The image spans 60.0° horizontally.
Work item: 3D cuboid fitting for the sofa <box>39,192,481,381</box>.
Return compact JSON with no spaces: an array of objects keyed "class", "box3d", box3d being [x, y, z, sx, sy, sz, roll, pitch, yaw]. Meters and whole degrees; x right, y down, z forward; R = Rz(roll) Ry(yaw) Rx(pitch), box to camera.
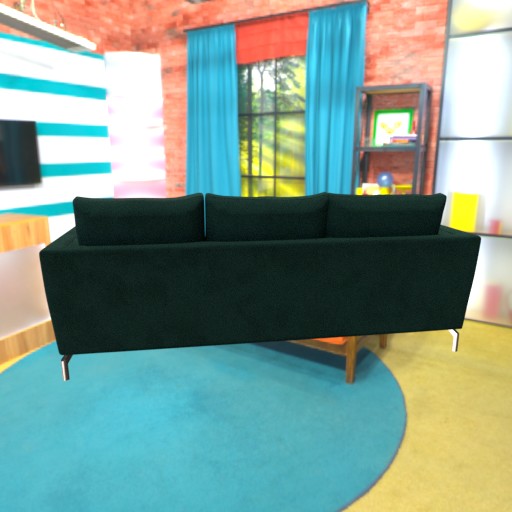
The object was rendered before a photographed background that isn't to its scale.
[{"class":"sofa","box3d":[0.000,0.000,3.155,2.441,1.007,1.489,-2,14,-9]}]
